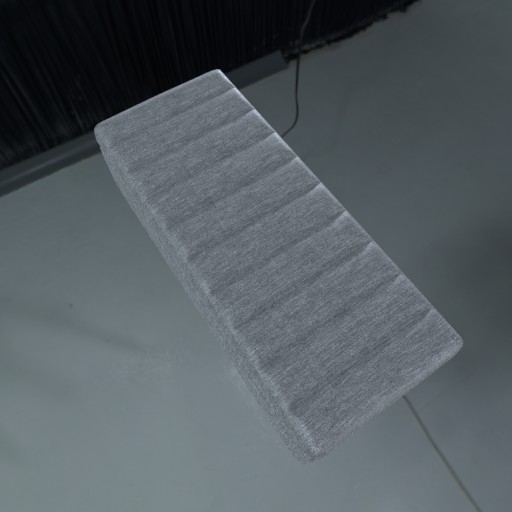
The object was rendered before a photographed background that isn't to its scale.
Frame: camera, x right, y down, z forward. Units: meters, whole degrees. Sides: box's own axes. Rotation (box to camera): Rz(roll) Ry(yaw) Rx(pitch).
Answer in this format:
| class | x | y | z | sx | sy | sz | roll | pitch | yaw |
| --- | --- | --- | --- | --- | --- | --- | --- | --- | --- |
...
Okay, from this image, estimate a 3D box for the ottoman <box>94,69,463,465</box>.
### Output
| class | x | y | z | sx | sy | sz | roll | pitch | yaw |
| --- | --- | --- | --- | --- | --- | --- | --- | --- | --- |
| ottoman | 0.000 | 0.000 | 1.407 | 0.482 | 0.469 | 1.151 | -31 | 68 | -14 |
